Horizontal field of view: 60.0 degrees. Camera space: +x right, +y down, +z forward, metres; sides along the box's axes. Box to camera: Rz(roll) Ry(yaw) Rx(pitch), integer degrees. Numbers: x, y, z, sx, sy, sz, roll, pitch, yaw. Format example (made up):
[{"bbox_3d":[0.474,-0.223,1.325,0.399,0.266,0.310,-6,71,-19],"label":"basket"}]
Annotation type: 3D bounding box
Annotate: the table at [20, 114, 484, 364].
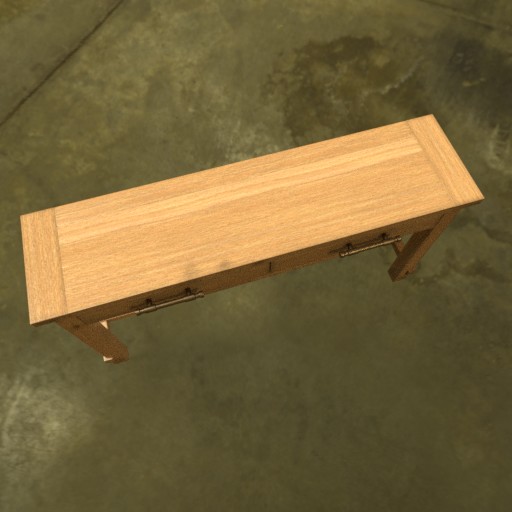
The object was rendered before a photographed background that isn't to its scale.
[{"bbox_3d":[0.000,0.000,1.908,1.599,0.762,0.442,-15,66,-7],"label":"table"}]
